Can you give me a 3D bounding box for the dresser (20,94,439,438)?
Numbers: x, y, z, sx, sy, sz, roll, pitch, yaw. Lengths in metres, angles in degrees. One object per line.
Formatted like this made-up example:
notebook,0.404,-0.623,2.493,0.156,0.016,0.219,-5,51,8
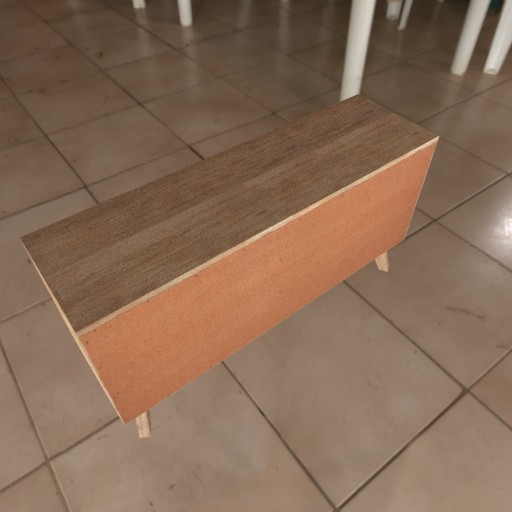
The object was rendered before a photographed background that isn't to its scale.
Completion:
dresser,0.000,0.000,1.907,1.554,0.805,0.455,-30,53,-25
